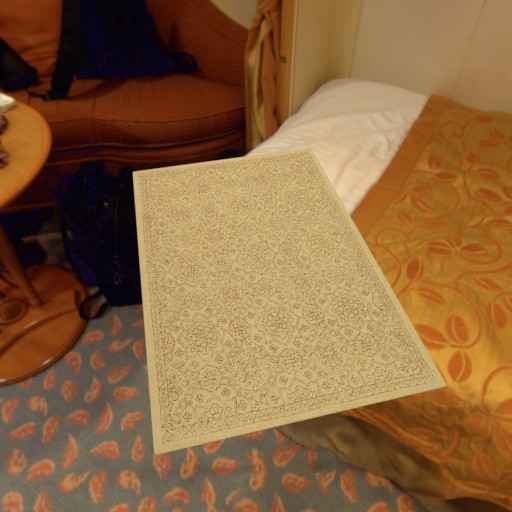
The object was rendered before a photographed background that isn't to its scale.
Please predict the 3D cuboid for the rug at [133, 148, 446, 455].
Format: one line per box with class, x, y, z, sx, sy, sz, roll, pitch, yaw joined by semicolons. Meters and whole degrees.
rug;0.000;0.000;2.375;1.219;0.010;1.829;-10;48;-9
